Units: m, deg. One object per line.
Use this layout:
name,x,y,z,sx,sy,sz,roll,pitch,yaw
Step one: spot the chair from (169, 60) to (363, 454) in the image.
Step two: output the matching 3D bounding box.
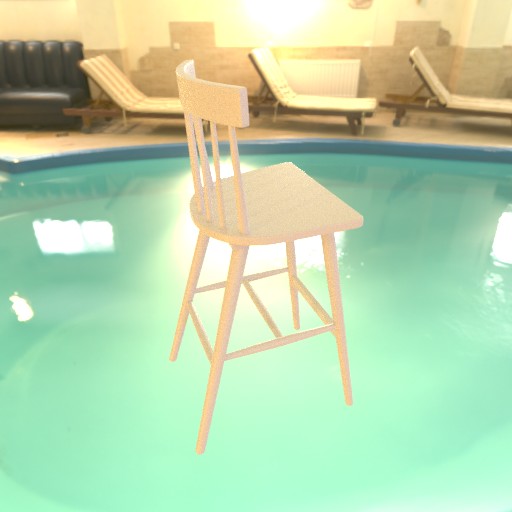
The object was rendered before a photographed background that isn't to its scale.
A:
chair,0.000,0.000,1.391,0.572,1.092,0.483,-11,32,-18
